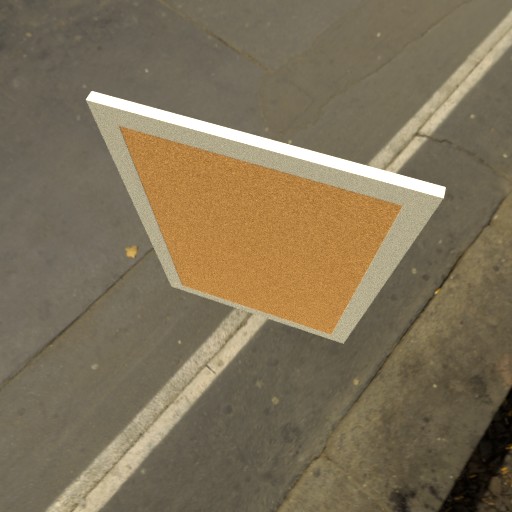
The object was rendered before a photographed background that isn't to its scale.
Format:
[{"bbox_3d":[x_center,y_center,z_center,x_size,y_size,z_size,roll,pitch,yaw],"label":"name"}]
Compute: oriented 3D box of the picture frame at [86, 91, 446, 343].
[{"bbox_3d":[0.000,0.000,0.591,0.326,0.459,0.011,17,65,8],"label":"picture frame"}]
